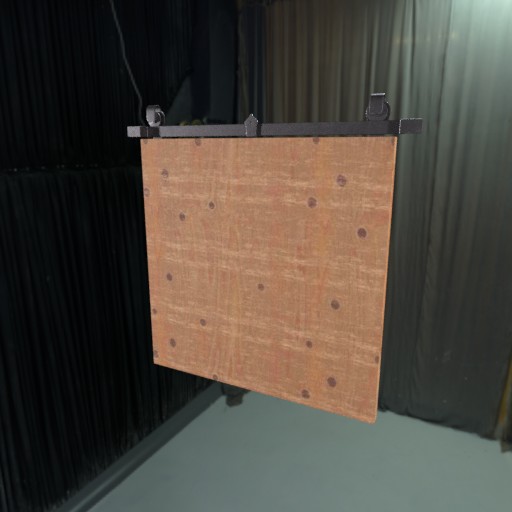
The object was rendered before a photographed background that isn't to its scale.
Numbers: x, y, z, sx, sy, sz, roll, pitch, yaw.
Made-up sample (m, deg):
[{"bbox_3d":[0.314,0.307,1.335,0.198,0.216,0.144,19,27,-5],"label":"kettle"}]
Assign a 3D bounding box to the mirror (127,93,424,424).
[{"bbox_3d":[0.000,0.000,1.199,0.805,0.800,0.054,7,16,27],"label":"mirror"}]
